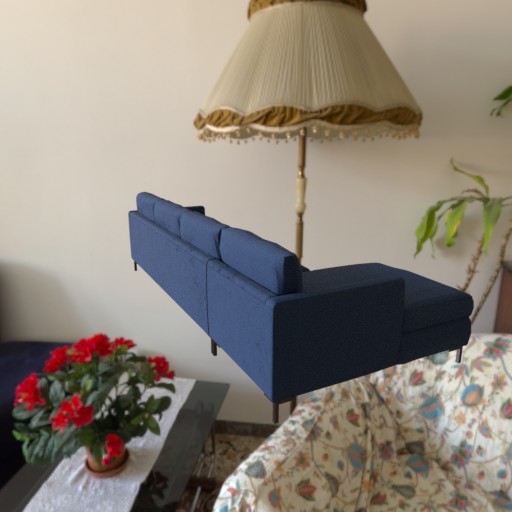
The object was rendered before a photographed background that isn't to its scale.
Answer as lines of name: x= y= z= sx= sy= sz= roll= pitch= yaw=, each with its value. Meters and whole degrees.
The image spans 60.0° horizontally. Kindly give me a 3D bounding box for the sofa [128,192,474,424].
sofa: x=0.000 y=0.000 z=2.915 sx=1.128 sy=0.679 sz=2.450 roll=-8 pitch=17 yaw=-27
